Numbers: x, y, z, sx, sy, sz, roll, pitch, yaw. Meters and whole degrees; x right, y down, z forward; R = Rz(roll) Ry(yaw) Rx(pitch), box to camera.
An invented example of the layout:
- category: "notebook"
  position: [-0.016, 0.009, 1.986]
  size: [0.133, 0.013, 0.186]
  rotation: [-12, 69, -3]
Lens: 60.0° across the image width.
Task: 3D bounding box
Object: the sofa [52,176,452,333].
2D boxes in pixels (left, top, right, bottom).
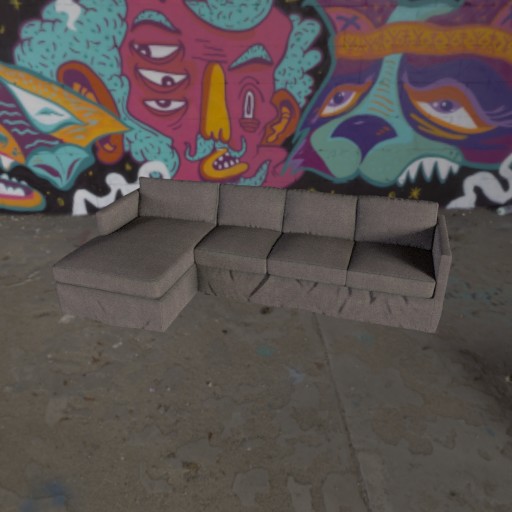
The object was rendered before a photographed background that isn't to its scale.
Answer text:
- category: "sofa"
  position: [0.000, 0.000, 3.994]
  size: [3.205, 0.922, 1.650]
  rotation: [8, 27, 15]
